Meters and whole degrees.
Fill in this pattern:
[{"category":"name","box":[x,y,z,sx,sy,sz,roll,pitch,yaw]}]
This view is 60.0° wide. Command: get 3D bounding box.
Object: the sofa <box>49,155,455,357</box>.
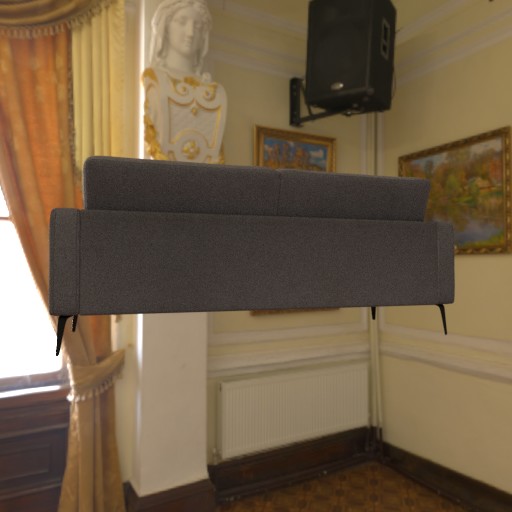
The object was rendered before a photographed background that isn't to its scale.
[{"category":"sofa","box":[0.000,0.000,2.366,1.925,0.828,0.774,0,-1,-17]}]
